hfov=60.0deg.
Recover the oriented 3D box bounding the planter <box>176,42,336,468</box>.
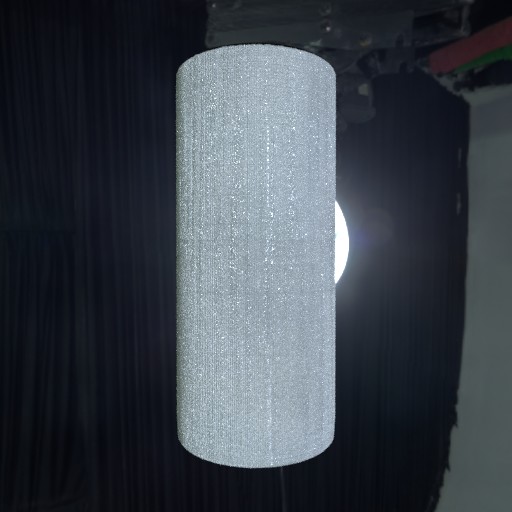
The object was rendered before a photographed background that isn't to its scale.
[{"bbox_3d":[0.000,0.000,0.129,0.045,0.103,0.045,-1,1,-35],"label":"planter"}]
